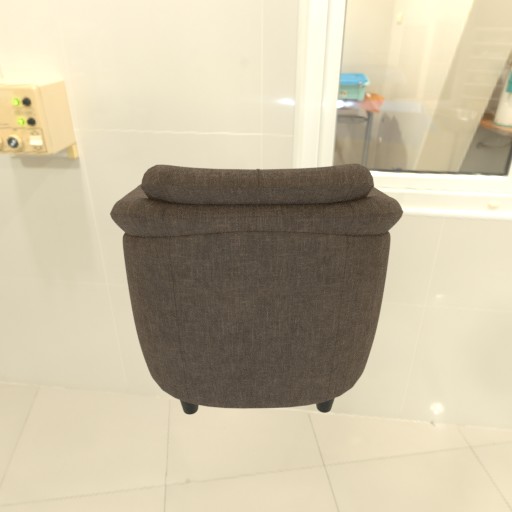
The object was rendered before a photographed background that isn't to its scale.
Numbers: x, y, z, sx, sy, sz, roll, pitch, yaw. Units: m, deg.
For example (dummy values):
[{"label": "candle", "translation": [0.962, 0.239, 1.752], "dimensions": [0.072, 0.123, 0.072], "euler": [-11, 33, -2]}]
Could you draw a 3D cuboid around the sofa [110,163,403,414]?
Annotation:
[{"label": "sofa", "translation": [0.000, 0.000, 1.474], "dimensions": [0.870, 0.811, 0.794], "euler": [0, 29, -1]}]
